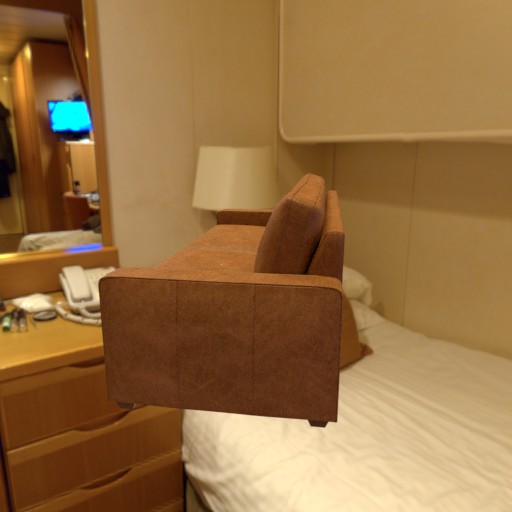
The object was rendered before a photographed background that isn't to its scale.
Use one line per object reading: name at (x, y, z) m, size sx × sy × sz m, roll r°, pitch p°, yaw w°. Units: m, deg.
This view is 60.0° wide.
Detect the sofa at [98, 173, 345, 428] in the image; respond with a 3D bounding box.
sofa at (0.000, 0.000, 2.734) m, size 0.991 × 0.928 × 2.156 m, roll 2°, pitch 14°, yaw 9°
